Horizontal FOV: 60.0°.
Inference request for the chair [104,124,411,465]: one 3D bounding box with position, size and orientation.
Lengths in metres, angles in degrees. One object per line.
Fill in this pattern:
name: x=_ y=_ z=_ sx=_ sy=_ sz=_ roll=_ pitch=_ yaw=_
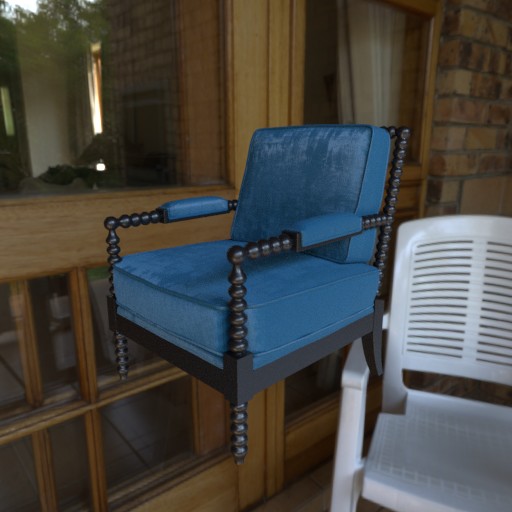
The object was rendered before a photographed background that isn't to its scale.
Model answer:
chair: x=0.000 y=0.000 z=1.480 sx=0.805 sy=0.857 sz=0.688 roll=-14 pitch=19 yaw=-43
